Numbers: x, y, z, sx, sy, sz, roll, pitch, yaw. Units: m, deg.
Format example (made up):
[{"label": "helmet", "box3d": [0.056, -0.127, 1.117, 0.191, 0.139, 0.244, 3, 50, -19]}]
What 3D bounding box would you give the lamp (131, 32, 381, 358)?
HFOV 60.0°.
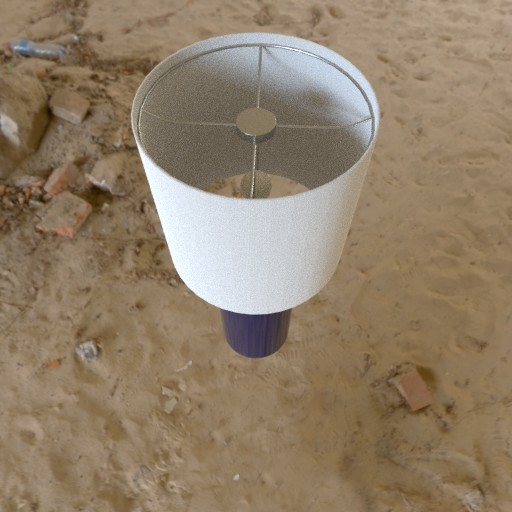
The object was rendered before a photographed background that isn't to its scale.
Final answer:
[{"label": "lamp", "box3d": [0.000, 0.000, 0.588, 0.212, 0.493, 0.212, 2, 58, 1]}]
